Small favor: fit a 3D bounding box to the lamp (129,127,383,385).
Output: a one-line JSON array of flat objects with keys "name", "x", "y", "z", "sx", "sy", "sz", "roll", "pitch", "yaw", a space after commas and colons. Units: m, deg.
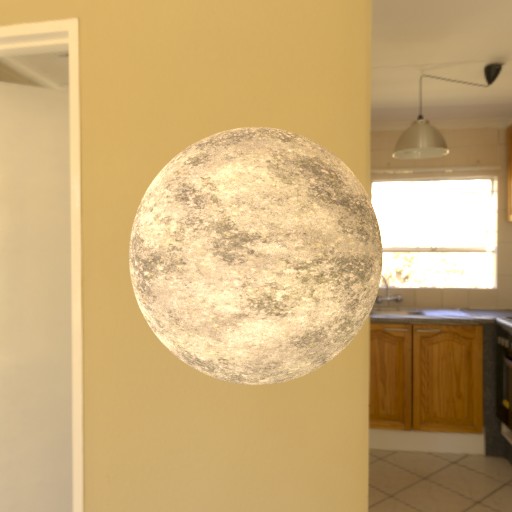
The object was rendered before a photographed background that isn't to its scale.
[{"name": "lamp", "x": 0.000, "y": 0.000, "z": 0.766, "sx": 0.422, "sy": 0.429, "sz": 0.422, "roll": 0, "pitch": 1, "yaw": 0}]
